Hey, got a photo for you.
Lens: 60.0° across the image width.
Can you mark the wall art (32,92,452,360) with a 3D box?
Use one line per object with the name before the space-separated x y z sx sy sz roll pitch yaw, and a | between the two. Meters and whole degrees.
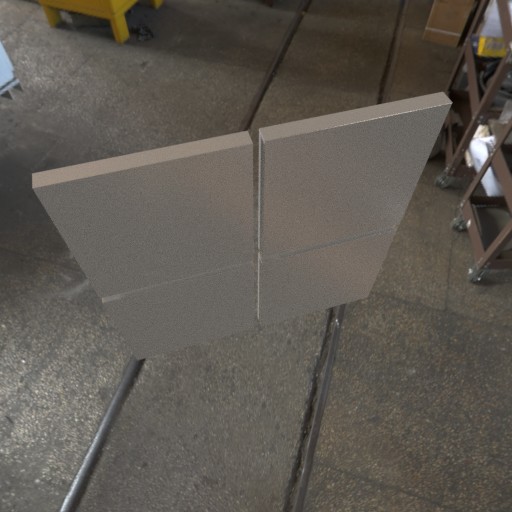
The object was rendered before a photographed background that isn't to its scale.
wall art | 0.000 0.000 0.882 0.611 0.611 0.029 -14 57 -9
